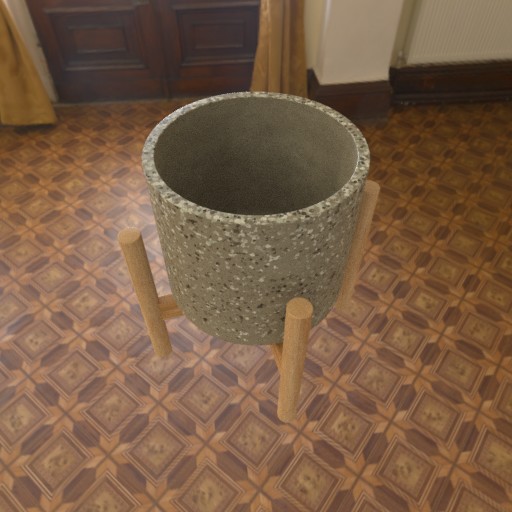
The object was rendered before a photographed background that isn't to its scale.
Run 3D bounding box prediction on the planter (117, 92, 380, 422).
[{"bbox_3d":[0.000,0.000,0.555,0.284,0.320,0.284,4,48,4],"label":"planter"}]
